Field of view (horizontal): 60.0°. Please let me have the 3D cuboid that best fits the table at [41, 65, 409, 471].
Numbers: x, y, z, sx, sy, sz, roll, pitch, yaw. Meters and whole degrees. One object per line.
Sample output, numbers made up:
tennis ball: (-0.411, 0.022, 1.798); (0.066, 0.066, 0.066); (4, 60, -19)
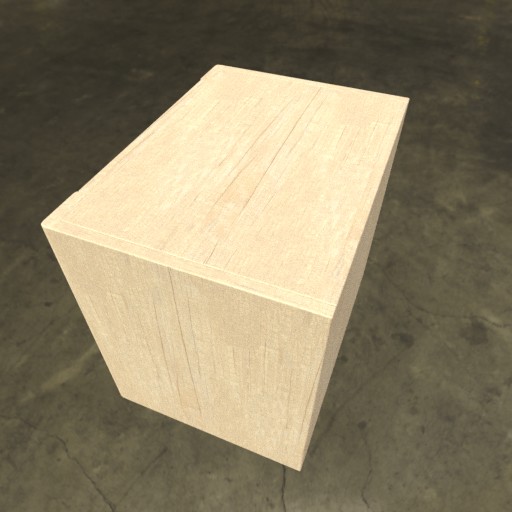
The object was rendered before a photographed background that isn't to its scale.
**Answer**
table: (0.000, 0.000, 0.924); (0.420, 0.510, 0.570); (16, 48, 15)
